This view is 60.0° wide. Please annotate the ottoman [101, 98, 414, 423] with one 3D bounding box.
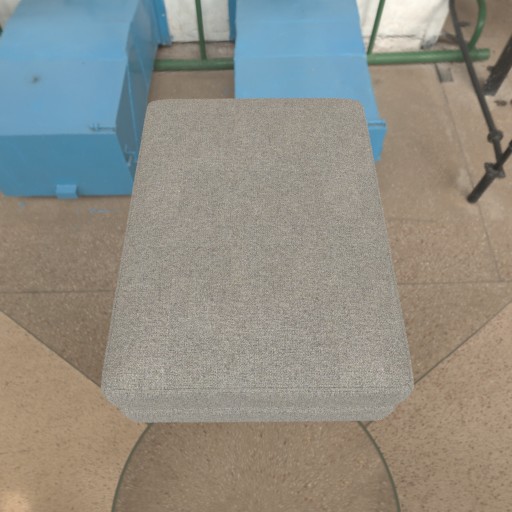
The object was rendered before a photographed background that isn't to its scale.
[{"bbox_3d":[0.000,0.000,1.184,0.611,0.441,0.821,0,60,0],"label":"ottoman"}]
